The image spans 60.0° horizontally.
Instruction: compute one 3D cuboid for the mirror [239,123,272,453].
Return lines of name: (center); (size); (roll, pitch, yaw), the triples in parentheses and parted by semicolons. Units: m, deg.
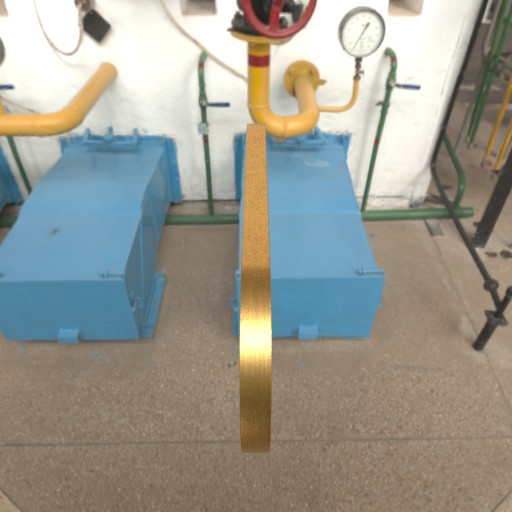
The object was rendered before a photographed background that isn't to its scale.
mirror: (0.000, 0.000, 0.681); (0.032, 0.254, 0.584); (0, 41, 0)
